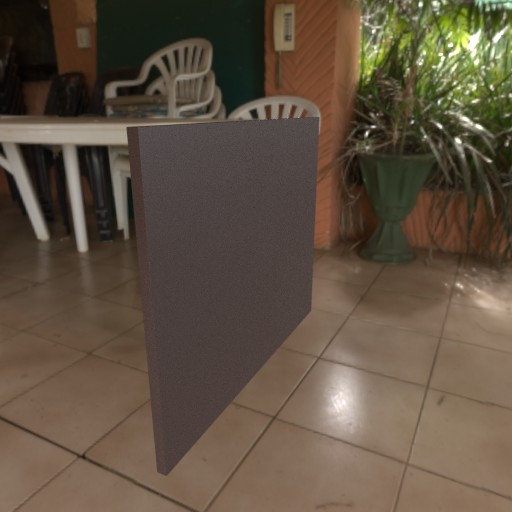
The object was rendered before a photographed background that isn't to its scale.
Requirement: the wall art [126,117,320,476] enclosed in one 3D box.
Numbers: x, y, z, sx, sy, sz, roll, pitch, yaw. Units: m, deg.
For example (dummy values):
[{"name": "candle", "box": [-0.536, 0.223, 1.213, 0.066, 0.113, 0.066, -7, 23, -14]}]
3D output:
[{"name": "wall art", "box": [0.000, 0.000, 1.626, 0.034, 0.952, 1.207, 9, 21, 25]}]
